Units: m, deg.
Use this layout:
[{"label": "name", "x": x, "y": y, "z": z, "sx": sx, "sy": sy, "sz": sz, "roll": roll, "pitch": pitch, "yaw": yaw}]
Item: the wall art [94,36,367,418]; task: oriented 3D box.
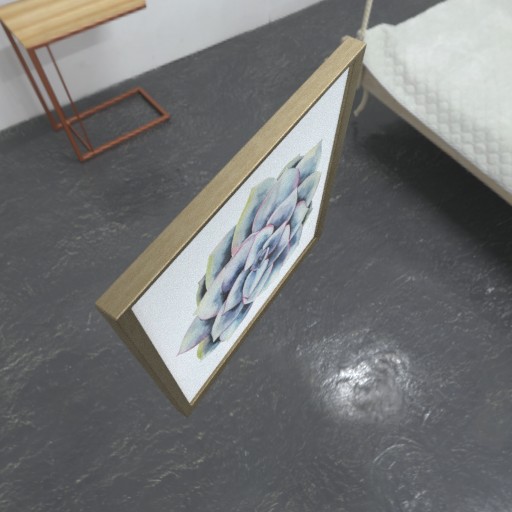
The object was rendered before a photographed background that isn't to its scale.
[{"label": "wall art", "x": 0.000, "y": 0.000, "z": 0.741, "sx": 0.030, "sy": 0.506, "sz": 0.503, "roll": 31, "pitch": 65, "yaw": 17}]
